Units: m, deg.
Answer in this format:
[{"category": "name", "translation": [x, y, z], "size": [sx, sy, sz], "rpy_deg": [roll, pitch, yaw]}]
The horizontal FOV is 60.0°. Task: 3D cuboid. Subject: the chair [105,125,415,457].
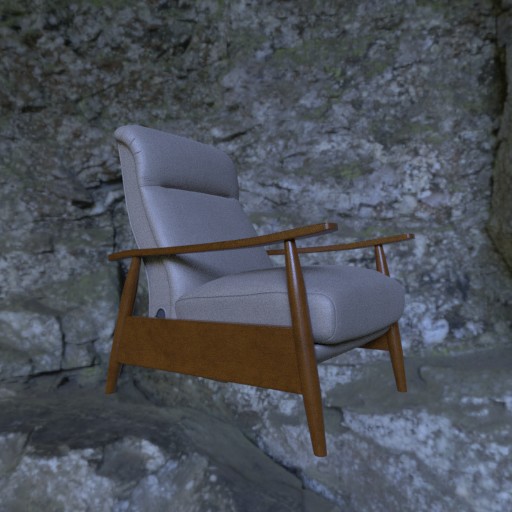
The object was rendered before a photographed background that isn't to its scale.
[{"category": "chair", "translation": [0.000, 0.000, 1.770], "size": [1.032, 1.082, 0.762], "rpy_deg": [0, 0, 36]}]
